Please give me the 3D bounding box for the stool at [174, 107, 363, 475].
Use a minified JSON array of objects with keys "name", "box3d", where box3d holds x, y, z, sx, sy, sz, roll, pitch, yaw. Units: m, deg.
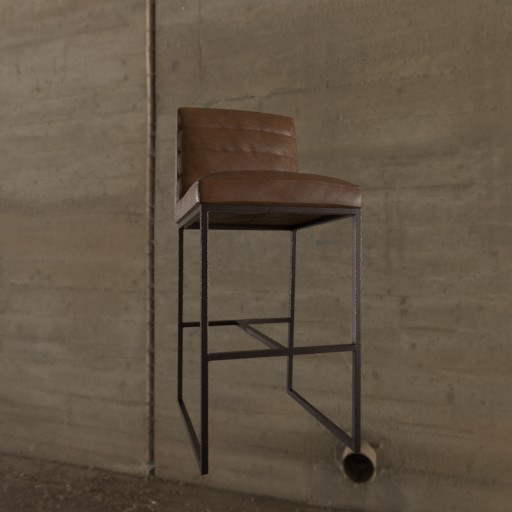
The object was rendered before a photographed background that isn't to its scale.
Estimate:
[{"name":"stool","box3d":[0.000,0.000,1.398,0.463,1.065,0.562,0,1,-16]}]
